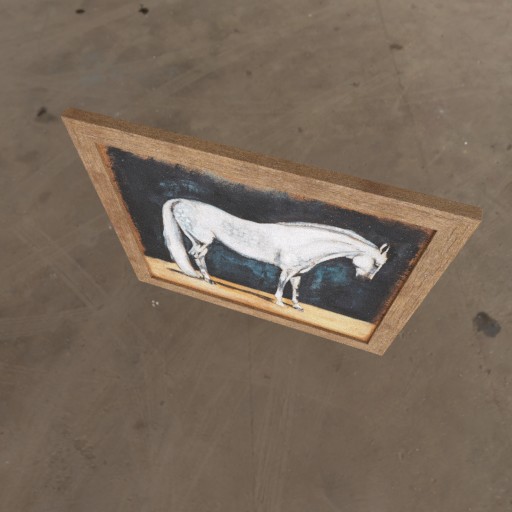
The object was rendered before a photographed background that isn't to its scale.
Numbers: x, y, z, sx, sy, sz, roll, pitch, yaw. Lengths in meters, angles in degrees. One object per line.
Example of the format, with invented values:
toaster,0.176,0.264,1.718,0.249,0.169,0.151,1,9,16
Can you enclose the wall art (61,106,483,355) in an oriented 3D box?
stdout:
wall art,0.000,0.000,0.949,0.690,0.588,0.026,16,60,10
